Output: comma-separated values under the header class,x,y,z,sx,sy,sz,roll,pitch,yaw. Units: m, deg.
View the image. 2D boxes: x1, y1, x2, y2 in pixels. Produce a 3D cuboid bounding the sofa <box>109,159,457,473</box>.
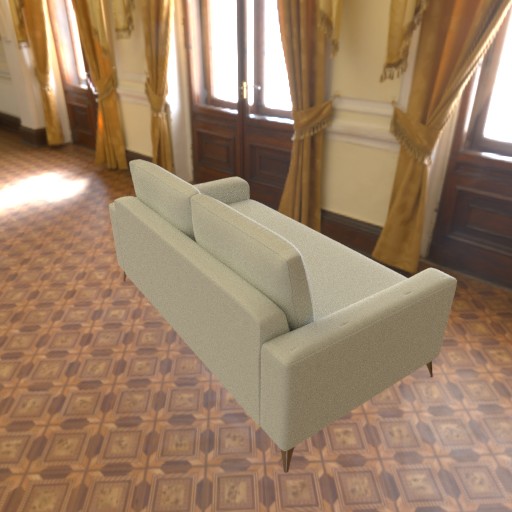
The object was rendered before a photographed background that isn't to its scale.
class,x,y,z,sx,sy,sz,roll,pitch,yaw
sofa,0.000,0.000,2.214,0.920,0.790,1.650,-18,33,-30
